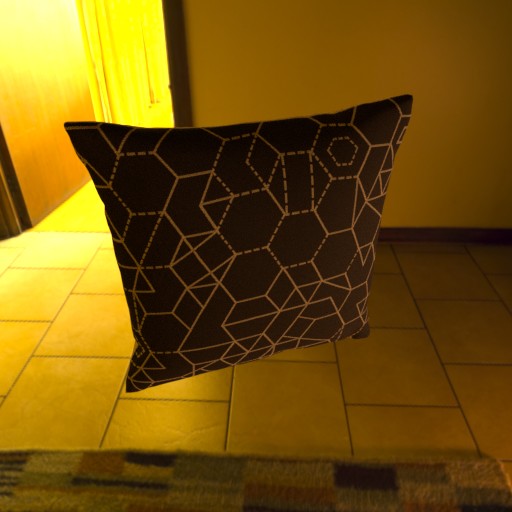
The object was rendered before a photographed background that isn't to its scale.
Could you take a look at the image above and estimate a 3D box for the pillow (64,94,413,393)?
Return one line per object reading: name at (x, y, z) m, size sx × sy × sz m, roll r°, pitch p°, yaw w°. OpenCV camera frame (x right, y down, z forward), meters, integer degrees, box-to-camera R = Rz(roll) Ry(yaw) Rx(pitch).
pillow at (0.000, 0.000, 0.765) m, size 0.517 × 0.508 × 0.158 m, roll -10°, pitch 34°, yaw -15°
